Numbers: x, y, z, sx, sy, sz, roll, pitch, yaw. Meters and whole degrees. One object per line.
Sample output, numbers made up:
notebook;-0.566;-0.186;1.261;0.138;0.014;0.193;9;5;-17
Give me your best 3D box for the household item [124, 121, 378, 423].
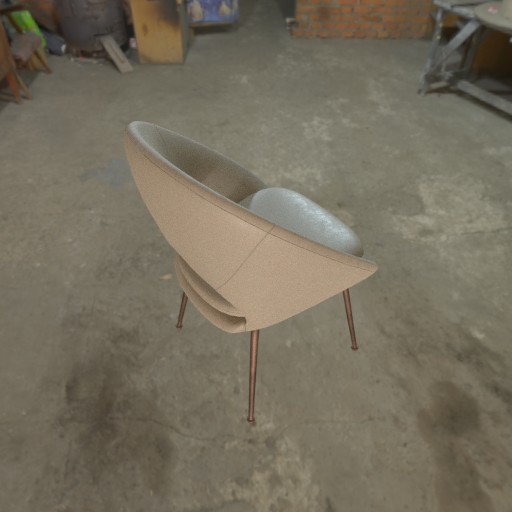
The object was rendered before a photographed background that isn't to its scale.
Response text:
household item;0.000;0.000;1.276;0.573;0.852;0.623;-26;48;-26
